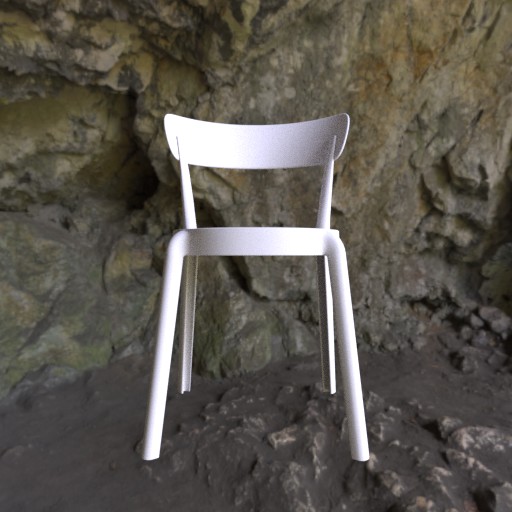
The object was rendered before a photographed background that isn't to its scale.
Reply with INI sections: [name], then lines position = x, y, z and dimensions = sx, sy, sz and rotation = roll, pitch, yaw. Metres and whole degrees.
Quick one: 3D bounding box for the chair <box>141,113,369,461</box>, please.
[chair]
position = 0.000, 0.000, 1.101
dimensions = 0.506, 0.790, 0.491
rotation = 0, 1, 1
